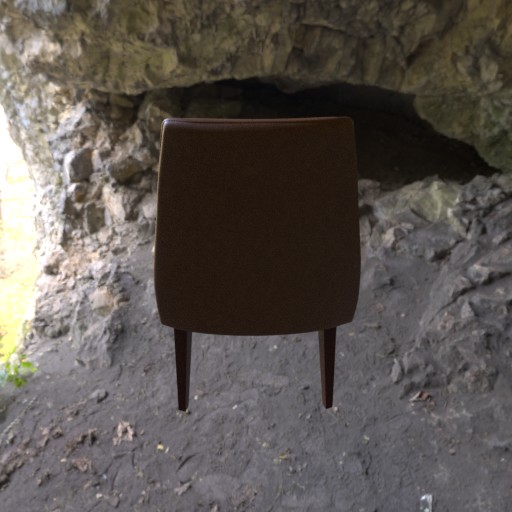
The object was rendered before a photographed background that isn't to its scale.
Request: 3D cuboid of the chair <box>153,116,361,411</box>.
[{"bbox_3d":[0.000,0.000,1.220,0.529,0.861,0.544,-1,31,-1],"label":"chair"}]
